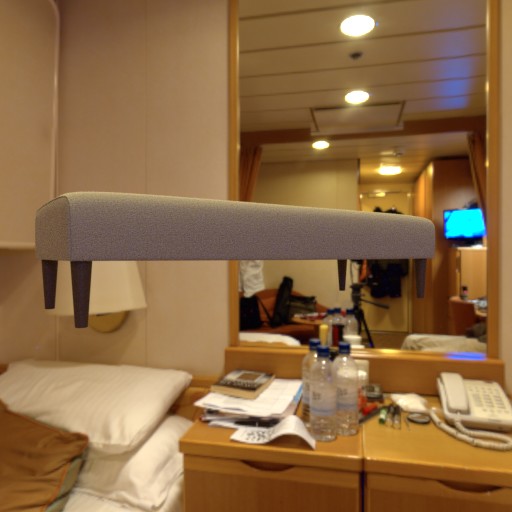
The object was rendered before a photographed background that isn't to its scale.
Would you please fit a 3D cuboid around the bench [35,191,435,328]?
[{"bbox_3d":[0.000,0.000,1.863,1.609,0.393,0.646,0,0,-34],"label":"bench"}]
